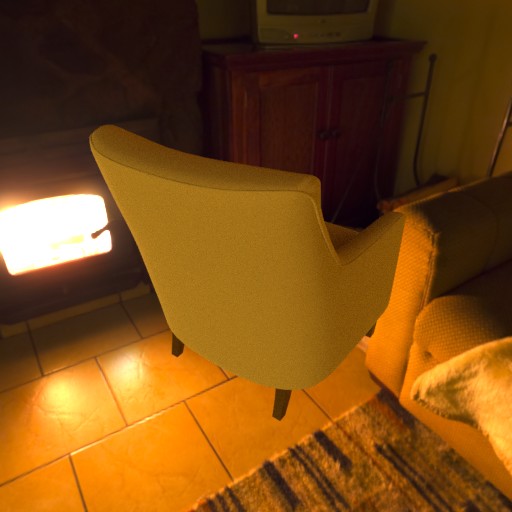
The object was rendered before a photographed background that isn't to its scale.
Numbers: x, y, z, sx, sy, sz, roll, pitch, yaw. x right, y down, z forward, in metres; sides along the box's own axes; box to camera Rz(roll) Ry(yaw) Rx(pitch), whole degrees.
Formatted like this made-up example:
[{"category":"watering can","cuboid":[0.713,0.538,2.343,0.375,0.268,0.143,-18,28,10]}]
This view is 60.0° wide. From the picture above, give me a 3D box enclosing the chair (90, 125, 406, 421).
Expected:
[{"category":"chair","cuboid":[0.000,0.000,1.560,0.756,0.916,0.879,22,37,32]}]
